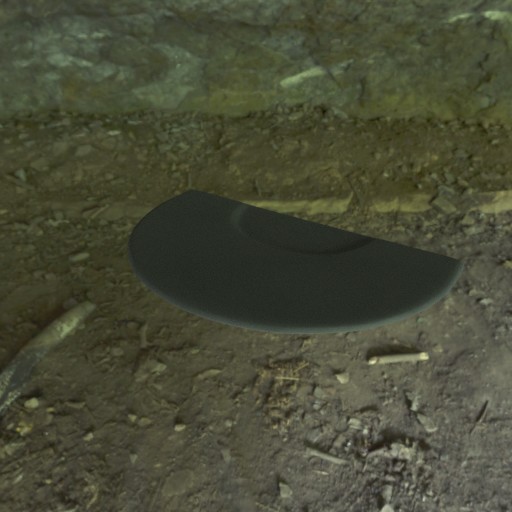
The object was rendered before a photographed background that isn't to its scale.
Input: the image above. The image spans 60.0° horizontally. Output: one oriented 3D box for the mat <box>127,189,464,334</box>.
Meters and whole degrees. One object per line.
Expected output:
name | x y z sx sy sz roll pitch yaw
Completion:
mat | 0.000 0.000 1.908 1.525 0.022 0.917 18 34 29
